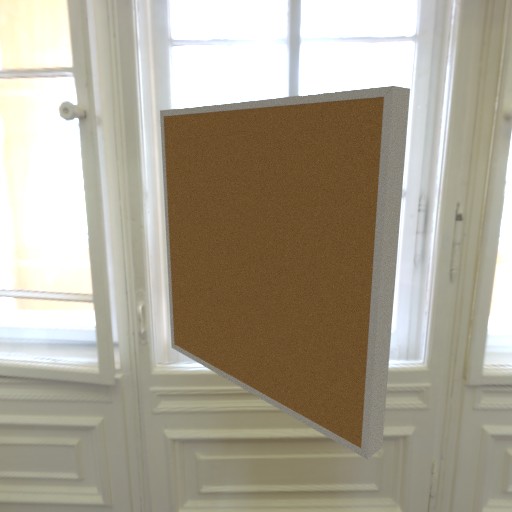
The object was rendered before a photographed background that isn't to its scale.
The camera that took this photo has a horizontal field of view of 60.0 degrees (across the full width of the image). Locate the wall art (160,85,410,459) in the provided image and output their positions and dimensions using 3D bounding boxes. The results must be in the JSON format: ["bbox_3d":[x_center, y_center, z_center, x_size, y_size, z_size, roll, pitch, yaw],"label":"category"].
[{"bbox_3d":[0.000,0.000,0.461,0.024,0.304,0.304,-13,19,-42],"label":"wall art"}]
